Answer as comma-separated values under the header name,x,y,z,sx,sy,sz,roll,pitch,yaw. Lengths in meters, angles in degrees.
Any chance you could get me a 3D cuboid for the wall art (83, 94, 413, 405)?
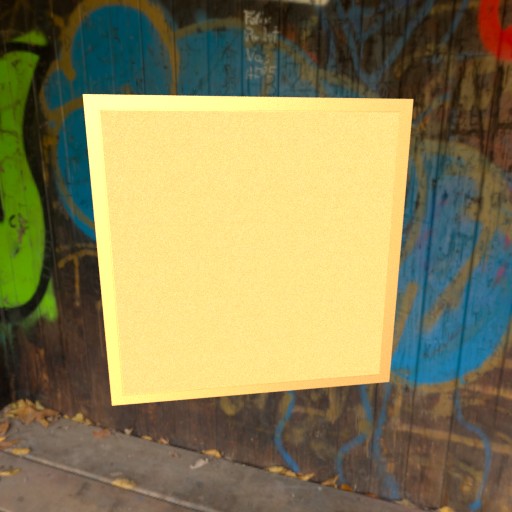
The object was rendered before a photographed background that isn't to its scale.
name,x,y,z,sx,sy,sz,roll,pitch,yaw
wall art,0.000,0.000,2.853,1.926,1.926,0.099,-2,15,-8
